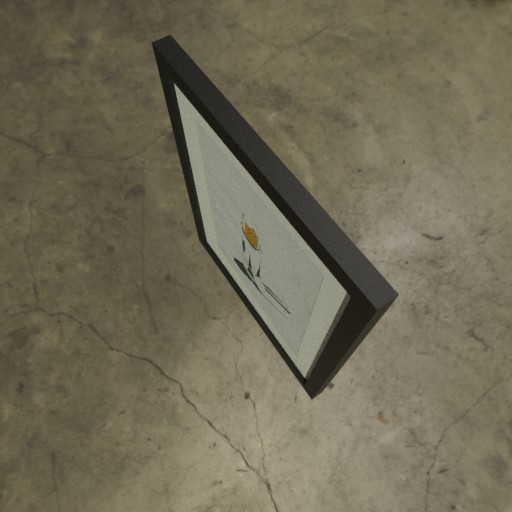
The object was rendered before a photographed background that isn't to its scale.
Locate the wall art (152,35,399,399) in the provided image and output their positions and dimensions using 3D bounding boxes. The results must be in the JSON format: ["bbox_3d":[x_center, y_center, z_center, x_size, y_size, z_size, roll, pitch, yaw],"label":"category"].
[{"bbox_3d":[0.000,0.000,0.765,0.029,0.559,0.457,-31,68,-14],"label":"wall art"}]
